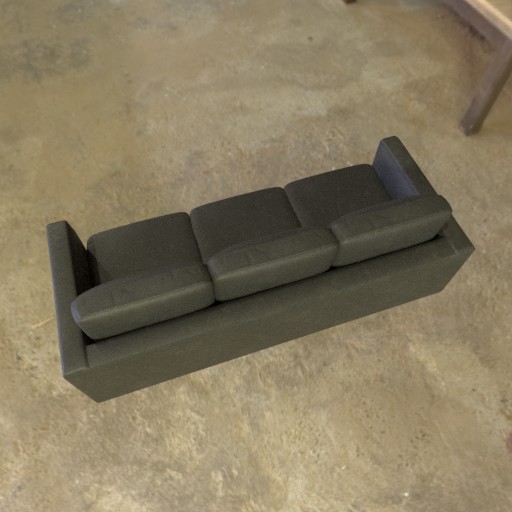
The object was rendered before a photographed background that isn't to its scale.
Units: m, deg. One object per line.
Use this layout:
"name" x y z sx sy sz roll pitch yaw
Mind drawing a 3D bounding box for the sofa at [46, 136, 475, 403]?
"sofa" 0.000 0.000 2.452 2.029 0.899 0.879 -16 60 -9
